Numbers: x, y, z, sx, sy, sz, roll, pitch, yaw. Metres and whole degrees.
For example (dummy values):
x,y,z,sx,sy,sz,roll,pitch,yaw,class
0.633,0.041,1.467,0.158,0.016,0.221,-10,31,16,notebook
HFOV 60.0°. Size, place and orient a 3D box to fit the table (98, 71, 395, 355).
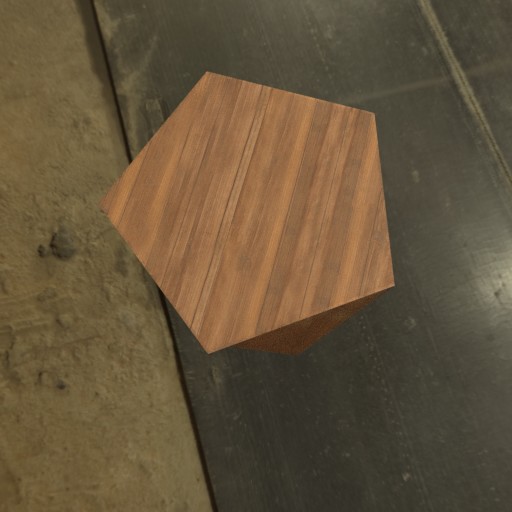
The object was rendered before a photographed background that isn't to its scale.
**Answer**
x,y,z,sx,sy,sz,roll,pitch,yaw,class
0.000,0.000,0.909,0.441,0.604,0.425,35,78,9,table
